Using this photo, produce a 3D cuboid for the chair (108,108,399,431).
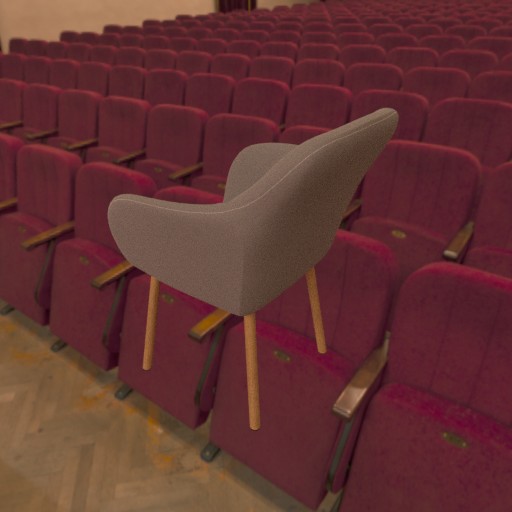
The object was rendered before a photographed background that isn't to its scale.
[{"bbox_3d":[0.000,0.000,1.238,0.590,0.830,0.570,20,36,31],"label":"chair"}]
